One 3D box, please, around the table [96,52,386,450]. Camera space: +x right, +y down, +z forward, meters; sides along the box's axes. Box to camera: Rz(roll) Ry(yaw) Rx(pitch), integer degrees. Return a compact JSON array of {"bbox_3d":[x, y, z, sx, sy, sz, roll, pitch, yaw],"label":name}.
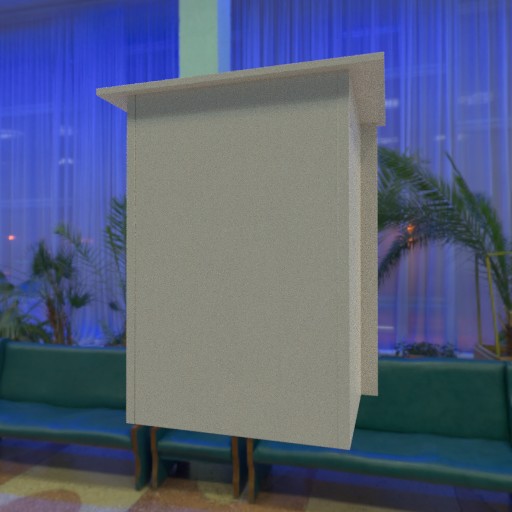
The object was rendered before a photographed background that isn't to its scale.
[{"bbox_3d":[0.000,0.000,1.052,0.589,0.711,0.406,0,0,17],"label":"table"}]
